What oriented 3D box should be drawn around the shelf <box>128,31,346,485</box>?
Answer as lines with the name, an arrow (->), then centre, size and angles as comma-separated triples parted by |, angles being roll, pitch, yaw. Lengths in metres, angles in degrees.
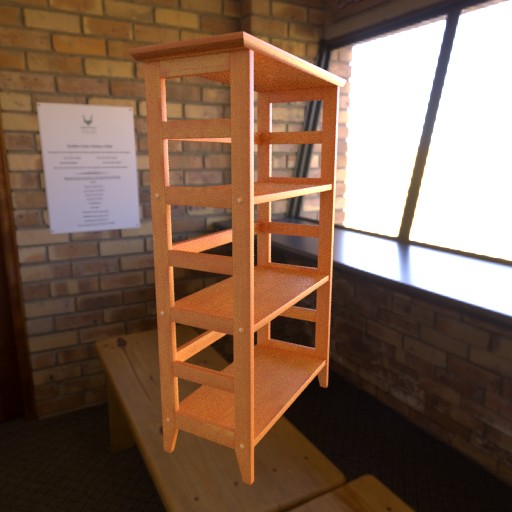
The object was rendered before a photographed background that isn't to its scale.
shelf -> 0.000, 0.000, 1.340 | 0.305, 1.067, 0.660 | 7, 14, 28
